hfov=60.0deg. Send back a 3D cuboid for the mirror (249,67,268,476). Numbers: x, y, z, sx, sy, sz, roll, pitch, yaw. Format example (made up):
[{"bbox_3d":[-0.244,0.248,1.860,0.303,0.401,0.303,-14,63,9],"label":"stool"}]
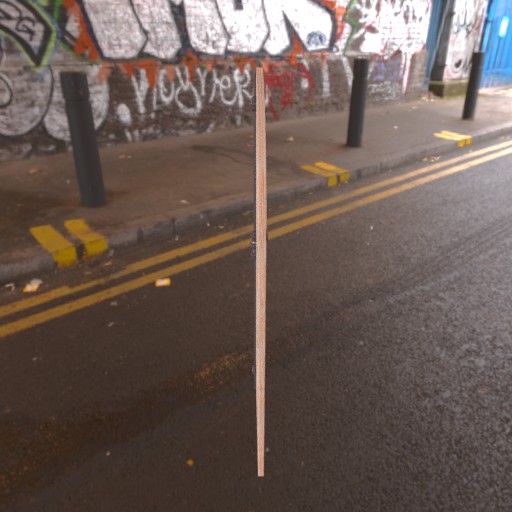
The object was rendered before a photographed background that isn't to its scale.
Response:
[{"bbox_3d":[0.000,0.000,1.170,0.032,0.915,0.609,0,26,-1],"label":"mirror"}]
